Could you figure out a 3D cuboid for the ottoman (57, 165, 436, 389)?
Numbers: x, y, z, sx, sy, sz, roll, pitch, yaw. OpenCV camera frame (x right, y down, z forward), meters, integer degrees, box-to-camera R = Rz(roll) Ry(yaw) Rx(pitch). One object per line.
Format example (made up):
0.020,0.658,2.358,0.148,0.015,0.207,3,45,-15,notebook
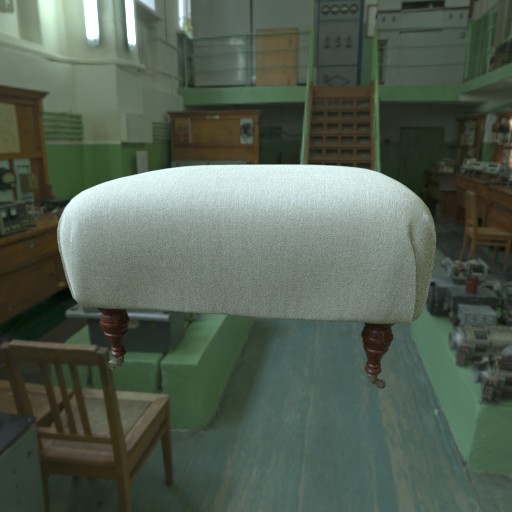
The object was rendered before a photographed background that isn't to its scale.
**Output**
0.000,0.000,1.123,0.747,0.450,0.622,2,15,7,ottoman
